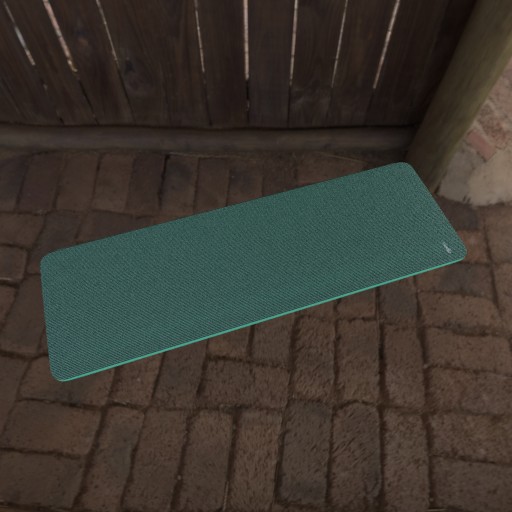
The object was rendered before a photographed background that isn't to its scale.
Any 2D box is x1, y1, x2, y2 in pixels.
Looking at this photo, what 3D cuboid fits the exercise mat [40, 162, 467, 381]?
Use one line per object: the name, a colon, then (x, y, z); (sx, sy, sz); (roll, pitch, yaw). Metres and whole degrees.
exercise mat: (0.000, 0.000, 2.013); (1.869, 0.021, 0.616); (-16, 60, -9)
